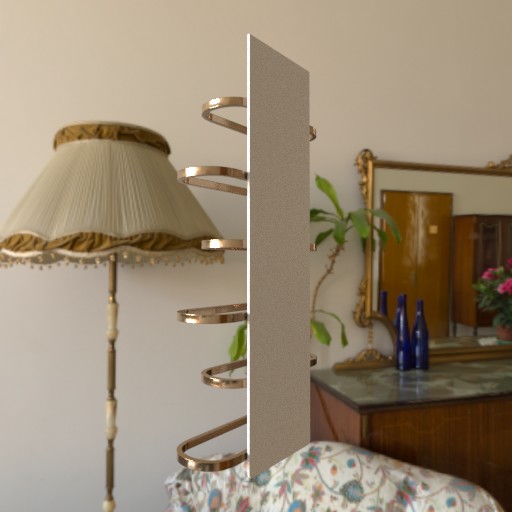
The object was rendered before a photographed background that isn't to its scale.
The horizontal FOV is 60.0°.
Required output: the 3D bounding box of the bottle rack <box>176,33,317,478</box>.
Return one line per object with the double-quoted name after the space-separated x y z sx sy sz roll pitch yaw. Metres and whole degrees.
0.000 0.000 0.811 0.118 0.709 0.332 -1 -1 38 "bottle rack"
